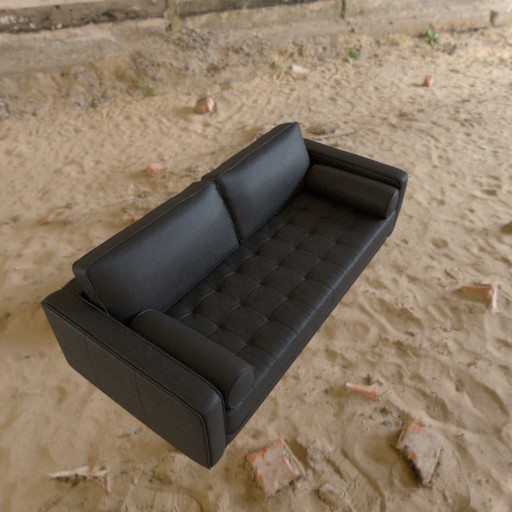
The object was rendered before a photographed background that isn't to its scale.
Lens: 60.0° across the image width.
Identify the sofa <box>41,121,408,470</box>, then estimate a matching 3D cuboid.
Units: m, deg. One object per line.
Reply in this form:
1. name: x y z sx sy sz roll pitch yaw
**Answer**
1. sofa: 0.000 0.000 2.316 0.921 0.770 1.879 25 48 25
